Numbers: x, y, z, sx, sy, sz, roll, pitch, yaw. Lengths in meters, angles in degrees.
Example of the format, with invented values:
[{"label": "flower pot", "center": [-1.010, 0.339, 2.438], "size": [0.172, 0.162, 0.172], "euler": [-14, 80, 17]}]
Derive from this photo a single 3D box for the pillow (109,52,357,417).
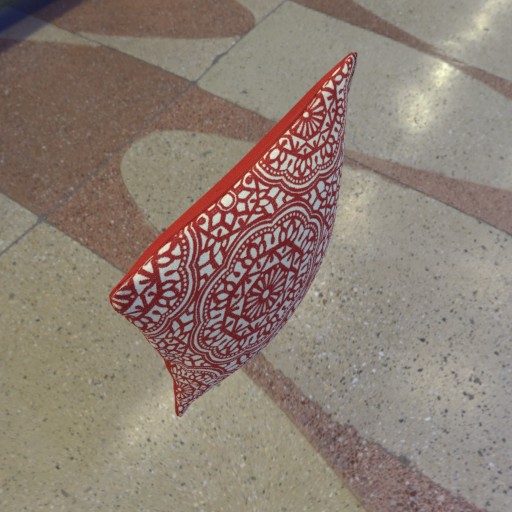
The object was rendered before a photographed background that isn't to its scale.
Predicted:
[{"label": "pillow", "center": [0.000, 0.000, 0.646], "size": [0.162, 0.419, 0.438], "euler": [31, 62, 18]}]
